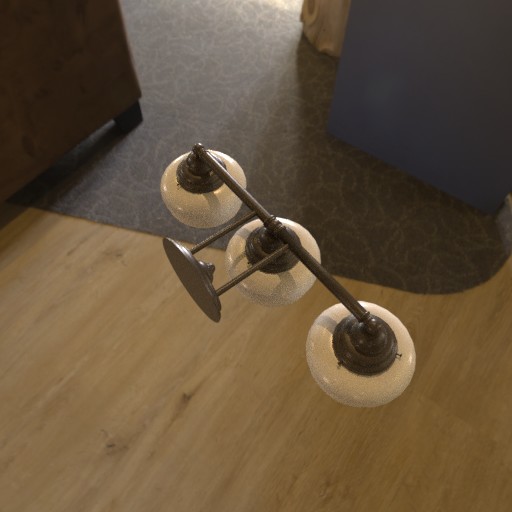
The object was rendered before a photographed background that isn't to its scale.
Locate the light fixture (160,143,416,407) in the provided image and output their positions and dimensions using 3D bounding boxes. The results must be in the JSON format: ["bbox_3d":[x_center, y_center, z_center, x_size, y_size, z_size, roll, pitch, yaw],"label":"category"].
[{"bbox_3d":[0.000,0.000,0.715,0.239,0.242,0.587,-33,64,-19],"label":"light fixture"}]
